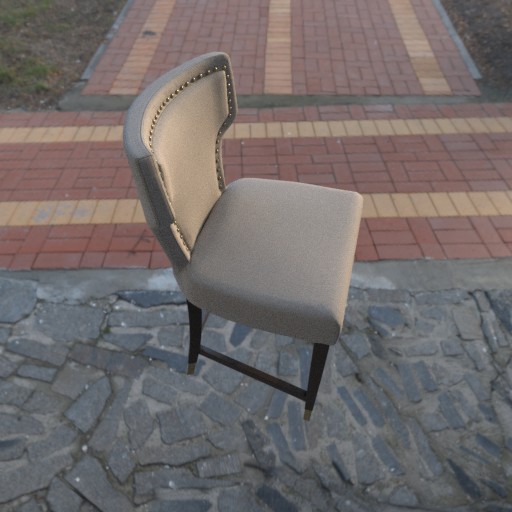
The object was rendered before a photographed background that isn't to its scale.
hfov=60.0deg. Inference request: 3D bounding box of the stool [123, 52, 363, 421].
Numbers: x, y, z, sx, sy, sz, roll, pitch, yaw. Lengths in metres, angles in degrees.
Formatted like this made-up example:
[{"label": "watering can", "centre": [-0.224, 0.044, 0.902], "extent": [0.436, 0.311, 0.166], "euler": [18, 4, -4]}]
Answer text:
[{"label": "stool", "centre": [0.000, 0.000, 1.329], "extent": [0.563, 0.982, 0.527], "euler": [11, 48, 10]}]
